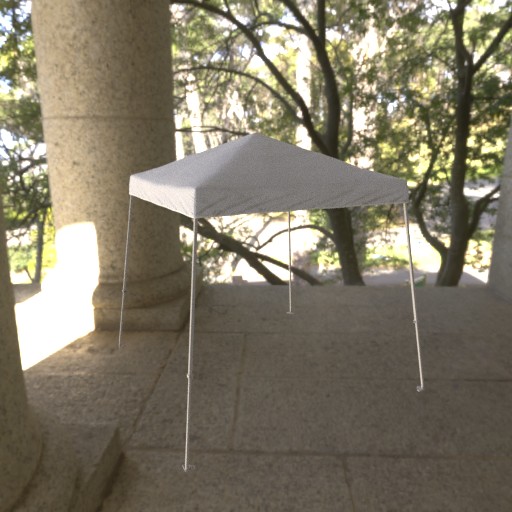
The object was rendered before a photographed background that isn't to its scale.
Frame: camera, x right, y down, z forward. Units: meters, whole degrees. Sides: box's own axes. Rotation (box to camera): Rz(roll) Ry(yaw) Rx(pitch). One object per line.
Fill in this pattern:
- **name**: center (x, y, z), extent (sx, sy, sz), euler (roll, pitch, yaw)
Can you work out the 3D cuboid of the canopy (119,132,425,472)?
- **canopy**: center (0.000, 0.000, 6.693), extent (3.600, 3.600, 3.599), euler (-7, 15, -27)
